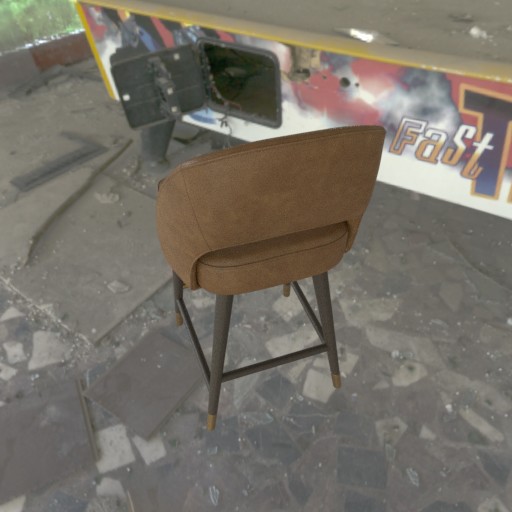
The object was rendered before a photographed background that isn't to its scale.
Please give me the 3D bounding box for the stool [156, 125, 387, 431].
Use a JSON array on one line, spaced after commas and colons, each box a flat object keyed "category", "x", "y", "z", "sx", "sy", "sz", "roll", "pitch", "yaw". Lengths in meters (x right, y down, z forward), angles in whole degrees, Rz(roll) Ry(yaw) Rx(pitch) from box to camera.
[{"category": "stool", "x": 0.000, "y": 0.000, "z": 1.217, "sx": 0.494, "sy": 0.940, "sz": 0.509, "roll": -13, "pitch": 43, "yaw": -15}]
